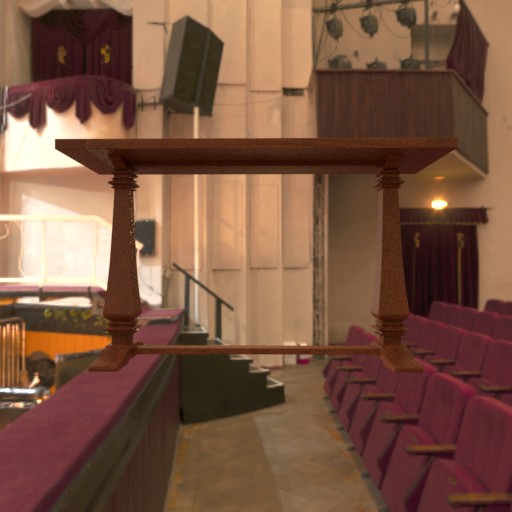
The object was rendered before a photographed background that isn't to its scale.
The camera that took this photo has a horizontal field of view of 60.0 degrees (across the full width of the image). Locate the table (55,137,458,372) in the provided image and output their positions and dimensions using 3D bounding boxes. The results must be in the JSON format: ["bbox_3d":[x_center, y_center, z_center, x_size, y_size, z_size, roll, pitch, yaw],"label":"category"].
[{"bbox_3d":[0.000,0.000,1.833,1.478,0.852,0.461,0,-2,1],"label":"table"}]
